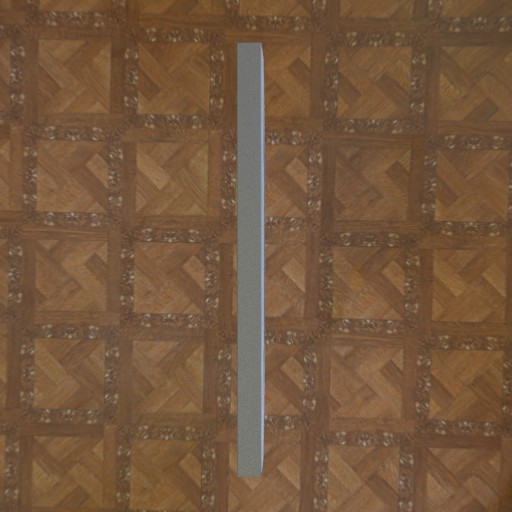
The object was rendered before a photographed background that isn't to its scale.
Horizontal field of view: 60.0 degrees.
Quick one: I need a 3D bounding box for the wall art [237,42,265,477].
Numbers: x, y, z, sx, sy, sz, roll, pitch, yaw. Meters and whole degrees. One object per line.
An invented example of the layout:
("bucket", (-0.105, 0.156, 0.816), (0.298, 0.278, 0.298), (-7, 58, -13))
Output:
("wall art", (0.000, 0.000, 0.746), (0.029, 0.558, 0.458), (0, 91, 1))
